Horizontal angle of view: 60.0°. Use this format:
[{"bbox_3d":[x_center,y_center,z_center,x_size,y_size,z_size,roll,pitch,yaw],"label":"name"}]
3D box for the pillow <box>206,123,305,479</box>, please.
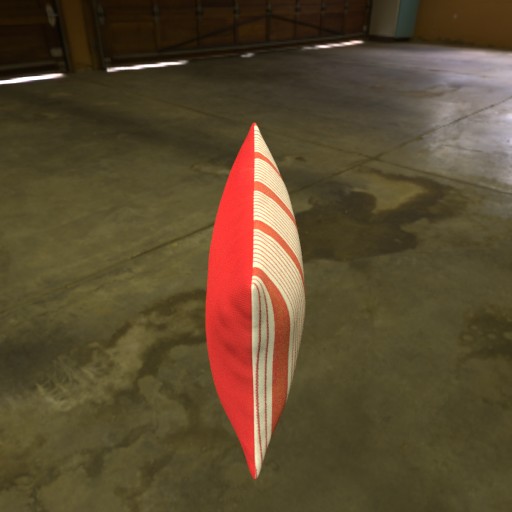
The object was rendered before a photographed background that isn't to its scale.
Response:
[{"bbox_3d":[0.000,0.000,0.741,0.151,0.297,0.608,0,31,0],"label":"pillow"}]
